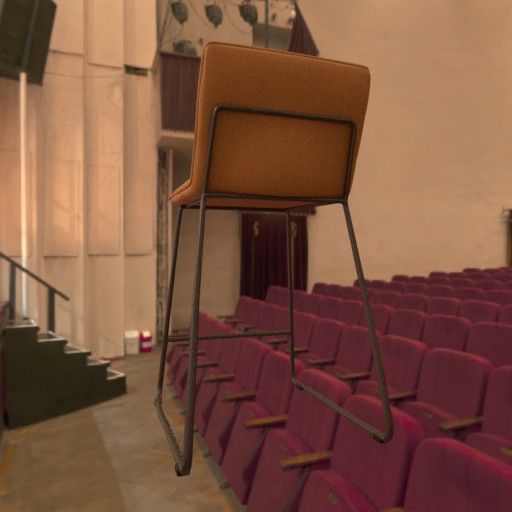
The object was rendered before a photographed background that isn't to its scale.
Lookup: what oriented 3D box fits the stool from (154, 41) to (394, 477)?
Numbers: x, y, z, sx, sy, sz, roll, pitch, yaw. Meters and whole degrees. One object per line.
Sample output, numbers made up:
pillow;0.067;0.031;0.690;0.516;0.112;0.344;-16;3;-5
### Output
stool;0.000;0.000;1.166;0.489;0.866;0.524;0;0;-19
